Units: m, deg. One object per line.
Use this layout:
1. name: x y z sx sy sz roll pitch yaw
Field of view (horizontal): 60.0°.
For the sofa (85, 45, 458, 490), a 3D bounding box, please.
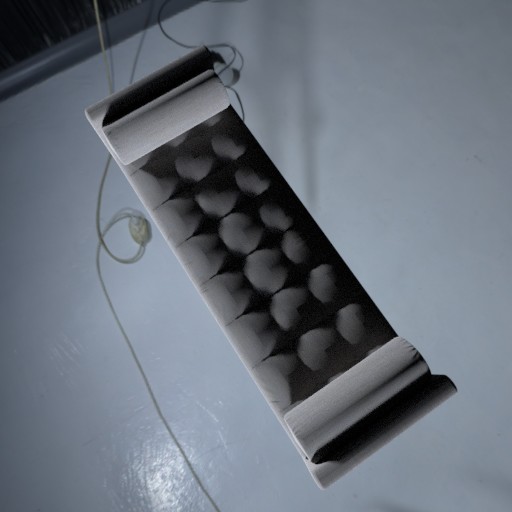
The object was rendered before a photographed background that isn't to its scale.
1. sofa: 0.000 0.000 2.239 0.686 0.635 1.981 -32 78 -8
